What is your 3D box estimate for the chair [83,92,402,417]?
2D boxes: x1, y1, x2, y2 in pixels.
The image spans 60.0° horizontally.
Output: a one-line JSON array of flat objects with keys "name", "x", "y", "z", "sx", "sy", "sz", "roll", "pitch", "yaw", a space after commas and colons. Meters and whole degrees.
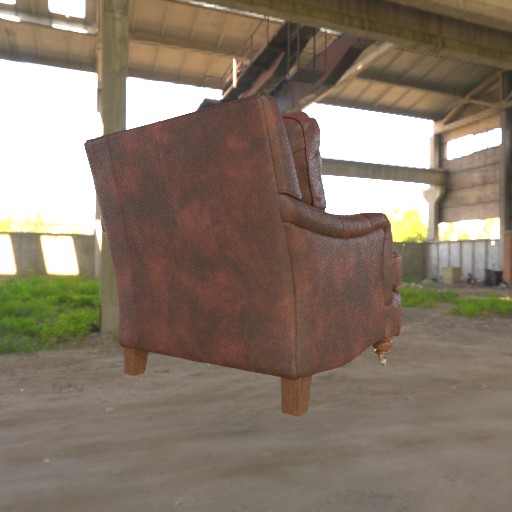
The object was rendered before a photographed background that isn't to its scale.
[{"name": "chair", "x": 0.000, "y": 0.000, "z": 1.966, "sx": 0.987, "sy": 1.051, "sz": 1.156, "roll": 0, "pitch": 0, "yaw": 36}]
